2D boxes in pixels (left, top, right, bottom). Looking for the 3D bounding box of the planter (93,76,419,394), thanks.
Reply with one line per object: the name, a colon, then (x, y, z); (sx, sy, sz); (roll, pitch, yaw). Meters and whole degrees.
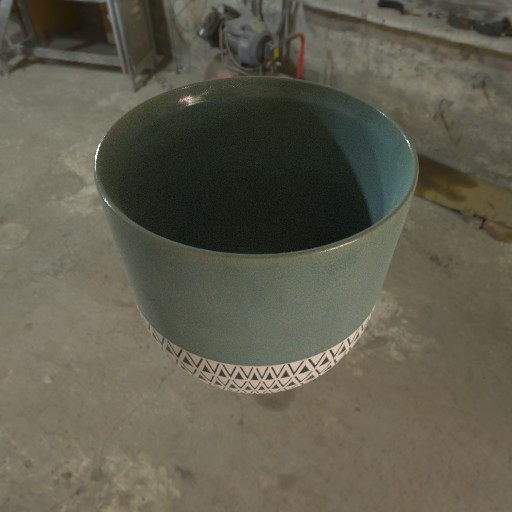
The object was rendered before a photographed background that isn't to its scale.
planter: (0.000, 0.000, 0.469); (0.266, 0.270, 0.266); (0, 46, 0)
